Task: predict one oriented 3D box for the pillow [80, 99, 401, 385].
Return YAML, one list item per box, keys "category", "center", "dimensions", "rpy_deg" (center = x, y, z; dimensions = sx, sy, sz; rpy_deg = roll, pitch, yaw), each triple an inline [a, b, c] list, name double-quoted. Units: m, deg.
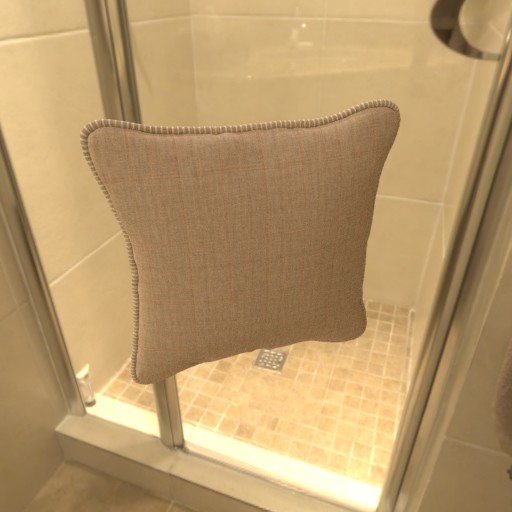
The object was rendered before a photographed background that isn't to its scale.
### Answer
- category: "pillow"
  center: [0.000, 0.000, 0.760]
  dimensions: [0.485, 0.494, 0.124]
  rpy_deg: [-9, 33, -14]
